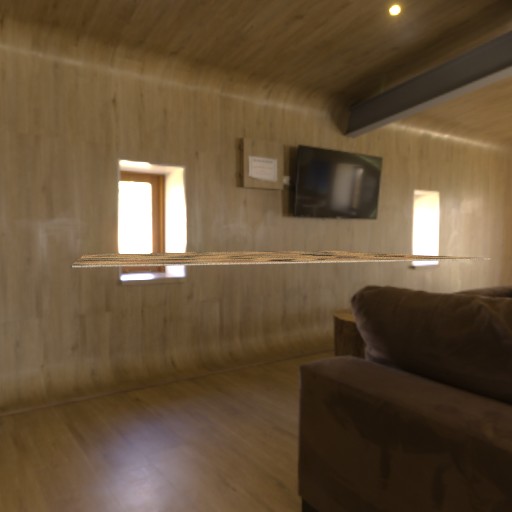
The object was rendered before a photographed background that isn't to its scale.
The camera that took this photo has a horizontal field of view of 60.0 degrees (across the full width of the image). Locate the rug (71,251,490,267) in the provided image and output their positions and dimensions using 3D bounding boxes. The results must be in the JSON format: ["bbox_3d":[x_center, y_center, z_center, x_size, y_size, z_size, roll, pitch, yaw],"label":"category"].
[{"bbox_3d":[0.000,0.000,4.147,3.072,0.011,2.451,-1,2,-19],"label":"rug"}]
